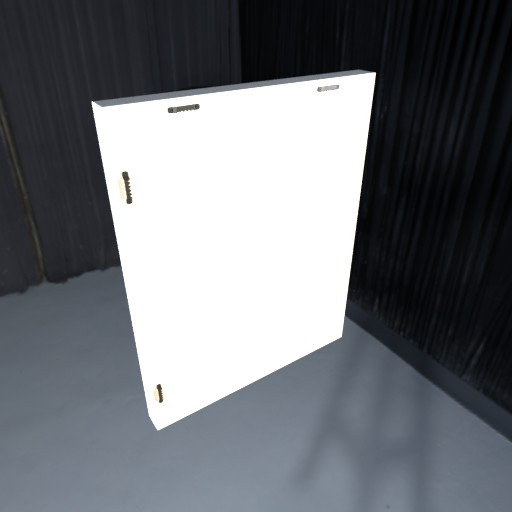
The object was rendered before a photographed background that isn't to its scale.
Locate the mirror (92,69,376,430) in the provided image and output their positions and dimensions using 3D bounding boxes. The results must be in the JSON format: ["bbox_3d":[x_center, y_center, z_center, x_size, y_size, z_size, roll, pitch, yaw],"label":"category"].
[{"bbox_3d":[0.000,0.000,0.697,0.406,0.509,0.041,-19,36,-29],"label":"mirror"}]
